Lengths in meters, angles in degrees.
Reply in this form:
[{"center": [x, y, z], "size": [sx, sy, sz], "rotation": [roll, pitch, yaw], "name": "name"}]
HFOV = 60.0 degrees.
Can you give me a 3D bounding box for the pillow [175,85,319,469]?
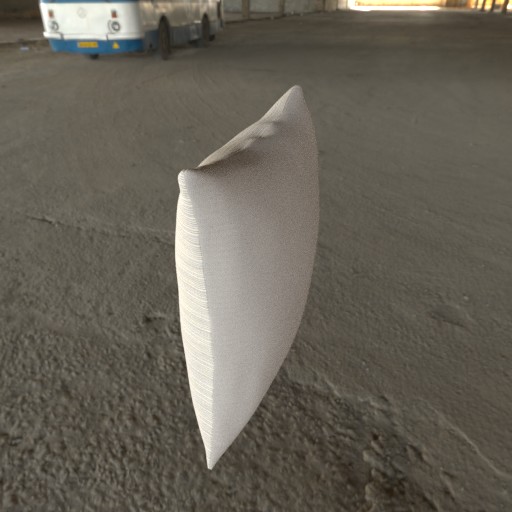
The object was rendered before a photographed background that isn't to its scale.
[{"center": [0.000, 0.000, 0.786], "size": [0.204, 0.497, 0.512], "rotation": [9, 32, 15], "name": "pillow"}]
